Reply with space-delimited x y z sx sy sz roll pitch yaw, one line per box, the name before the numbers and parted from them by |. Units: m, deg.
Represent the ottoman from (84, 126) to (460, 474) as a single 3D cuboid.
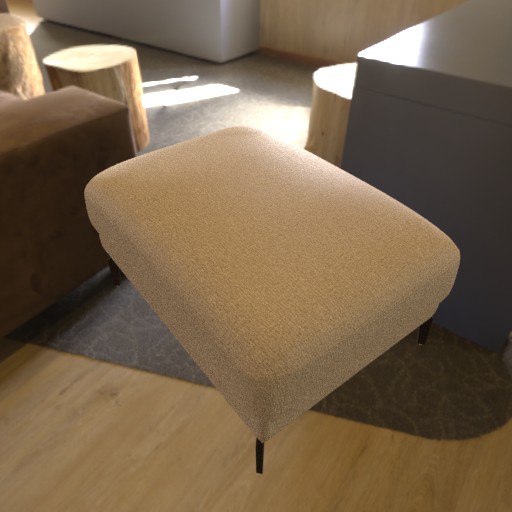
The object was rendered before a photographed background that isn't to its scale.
ottoman | 0.000 0.000 1.093 0.568 0.420 0.772 -27 47 -28
